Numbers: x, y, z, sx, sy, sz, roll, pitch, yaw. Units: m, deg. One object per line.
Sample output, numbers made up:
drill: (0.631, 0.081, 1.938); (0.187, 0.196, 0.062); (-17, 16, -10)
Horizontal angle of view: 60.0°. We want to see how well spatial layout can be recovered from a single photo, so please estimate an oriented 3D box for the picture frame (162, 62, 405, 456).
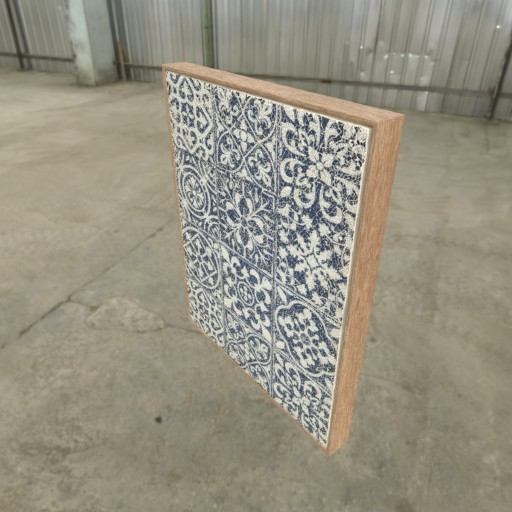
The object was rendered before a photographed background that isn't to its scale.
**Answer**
picture frame: (0.000, 0.000, 0.714); (0.043, 0.526, 0.424); (-23, 39, -32)
